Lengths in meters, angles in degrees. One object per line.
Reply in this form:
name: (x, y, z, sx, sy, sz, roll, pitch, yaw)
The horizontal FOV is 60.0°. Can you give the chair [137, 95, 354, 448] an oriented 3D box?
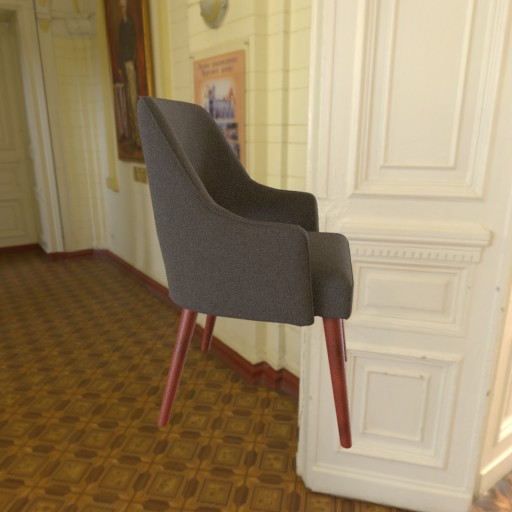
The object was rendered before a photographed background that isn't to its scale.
chair: (0.000, 0.000, 1.237, 0.560, 0.838, 0.559, 3, 17, 9)
